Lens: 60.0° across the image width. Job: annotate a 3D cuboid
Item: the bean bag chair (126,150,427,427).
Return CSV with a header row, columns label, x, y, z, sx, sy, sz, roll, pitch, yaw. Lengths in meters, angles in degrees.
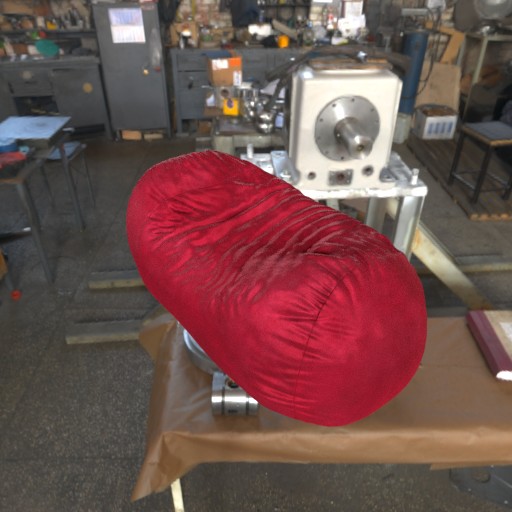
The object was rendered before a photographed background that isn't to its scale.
label,x,y,z,sx,sy,sz,roll,pitch,yaw
bean bag chair,0.000,0.000,2.797,1.216,0.867,2.293,-21,39,-29
